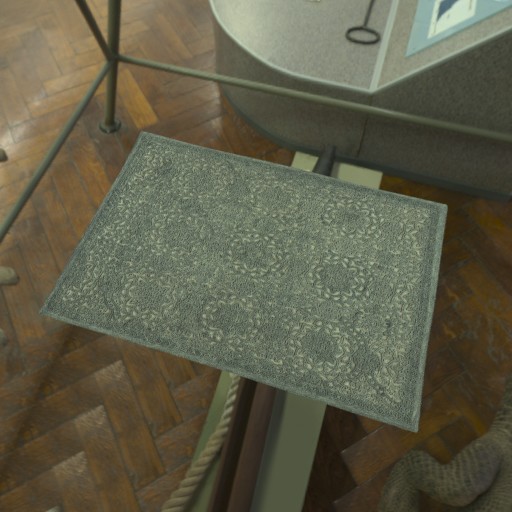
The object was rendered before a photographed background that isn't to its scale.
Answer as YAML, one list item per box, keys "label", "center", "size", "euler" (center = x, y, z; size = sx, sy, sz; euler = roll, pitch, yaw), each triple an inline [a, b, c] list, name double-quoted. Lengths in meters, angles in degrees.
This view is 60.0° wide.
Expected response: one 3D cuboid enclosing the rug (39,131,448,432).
- label: "rug"
  center: [0.000, 0.000, 2.288]
  size: [1.830, 0.016, 1.224]
  euler: [15, 64, 8]
